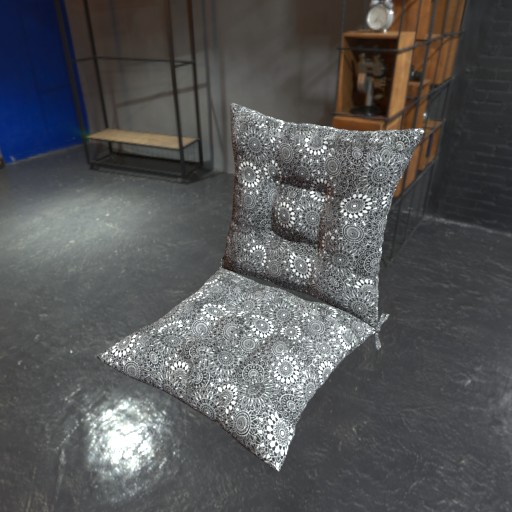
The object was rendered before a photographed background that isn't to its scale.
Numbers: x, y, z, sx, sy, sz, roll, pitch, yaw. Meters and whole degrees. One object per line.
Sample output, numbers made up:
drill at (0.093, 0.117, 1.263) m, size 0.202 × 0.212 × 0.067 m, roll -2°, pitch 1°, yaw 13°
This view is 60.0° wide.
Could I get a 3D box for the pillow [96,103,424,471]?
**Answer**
pillow at (0.000, 0.000, 0.997) m, size 0.541 × 0.536 × 0.585 m, roll 19°, pitch 35°, yaw 30°
